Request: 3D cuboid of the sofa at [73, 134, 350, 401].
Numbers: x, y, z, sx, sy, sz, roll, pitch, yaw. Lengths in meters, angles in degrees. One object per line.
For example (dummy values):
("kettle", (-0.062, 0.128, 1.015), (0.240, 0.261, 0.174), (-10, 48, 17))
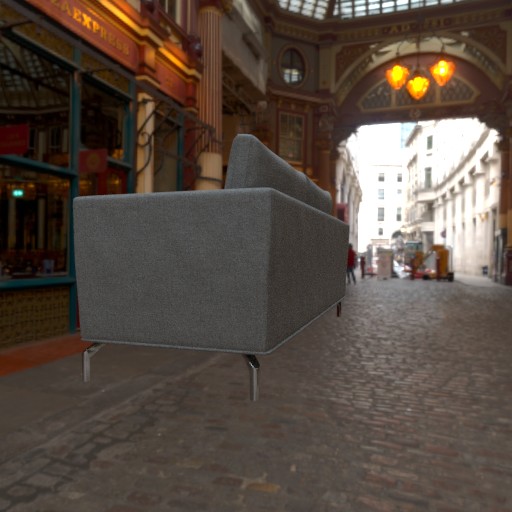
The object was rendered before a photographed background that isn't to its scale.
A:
("sofa", (0.000, 0.000, 2.688), (0.869, 1.002, 2.212), (0, 1, 19))
